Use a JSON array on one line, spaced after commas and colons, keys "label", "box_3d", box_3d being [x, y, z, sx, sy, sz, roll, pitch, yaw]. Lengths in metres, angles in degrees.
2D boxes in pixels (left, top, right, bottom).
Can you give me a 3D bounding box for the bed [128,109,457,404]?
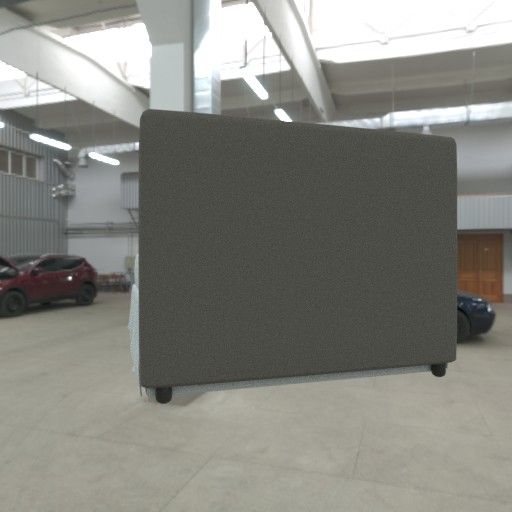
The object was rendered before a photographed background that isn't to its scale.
[{"label": "bed", "box_3d": [0.000, 0.000, 3.187, 1.748, 1.330, 2.142, 0, 0, -17]}]
